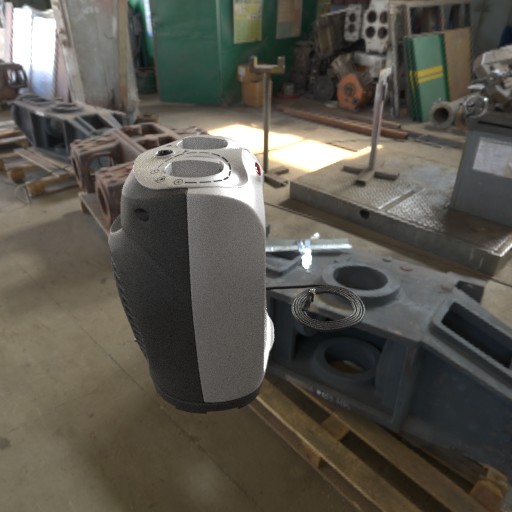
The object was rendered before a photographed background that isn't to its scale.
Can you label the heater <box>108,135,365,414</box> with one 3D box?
[{"bbox_3d":[0.000,0.000,0.473,0.291,0.255,0.239,0,32,0],"label":"heater"}]
